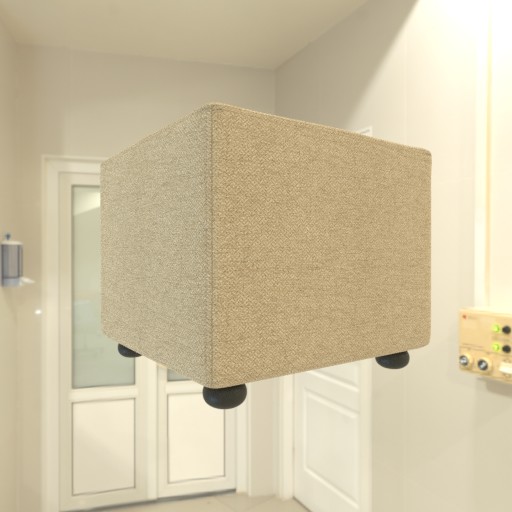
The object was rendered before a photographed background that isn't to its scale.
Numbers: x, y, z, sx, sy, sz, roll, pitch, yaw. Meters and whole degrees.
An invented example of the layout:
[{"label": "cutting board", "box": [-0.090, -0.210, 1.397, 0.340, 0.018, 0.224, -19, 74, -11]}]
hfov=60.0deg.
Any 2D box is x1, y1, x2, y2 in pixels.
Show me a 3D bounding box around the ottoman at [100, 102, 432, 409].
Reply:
[{"label": "ottoman", "box": [0.000, 0.000, 0.910, 0.508, 0.432, 0.508, 0, 0, -35]}]
